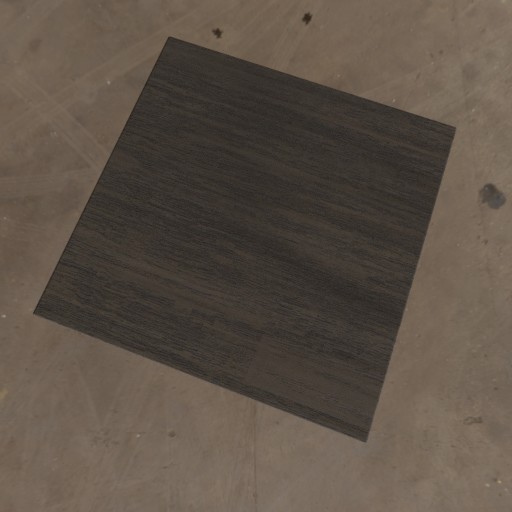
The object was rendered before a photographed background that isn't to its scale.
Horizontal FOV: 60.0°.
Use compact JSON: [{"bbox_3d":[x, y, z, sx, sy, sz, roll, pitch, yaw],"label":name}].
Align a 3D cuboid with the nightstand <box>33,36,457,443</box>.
[{"bbox_3d":[0.000,0.000,0.911,0.502,0.497,0.503,20,77,5],"label":"nightstand"}]
